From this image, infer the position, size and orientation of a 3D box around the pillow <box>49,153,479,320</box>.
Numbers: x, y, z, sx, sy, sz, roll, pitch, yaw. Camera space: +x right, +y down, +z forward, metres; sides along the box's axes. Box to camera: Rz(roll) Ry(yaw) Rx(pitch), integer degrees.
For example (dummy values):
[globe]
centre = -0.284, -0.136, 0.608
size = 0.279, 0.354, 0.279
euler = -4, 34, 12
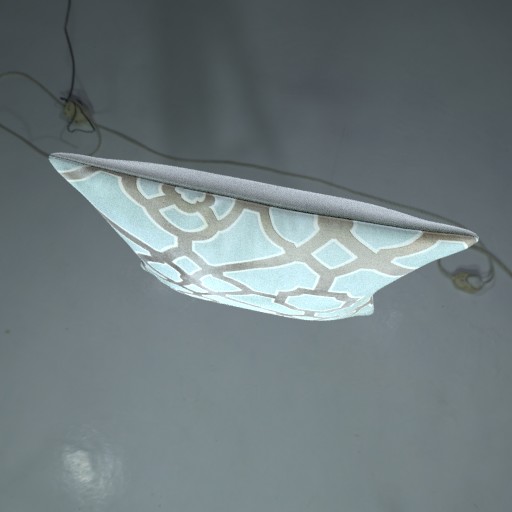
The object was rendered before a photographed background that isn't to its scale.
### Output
[pillow]
centre = 0.000, 0.000, 0.794
size = 0.552, 0.508, 0.166
euler = 11, 74, 3
